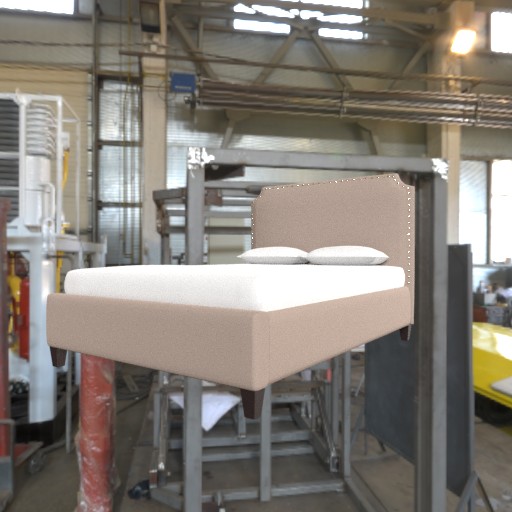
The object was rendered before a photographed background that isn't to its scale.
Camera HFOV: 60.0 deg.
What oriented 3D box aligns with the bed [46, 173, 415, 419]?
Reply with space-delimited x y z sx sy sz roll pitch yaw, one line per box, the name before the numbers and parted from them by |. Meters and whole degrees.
bed | 0.000 0.000 3.361 1.713 1.443 2.372 0 0 36
